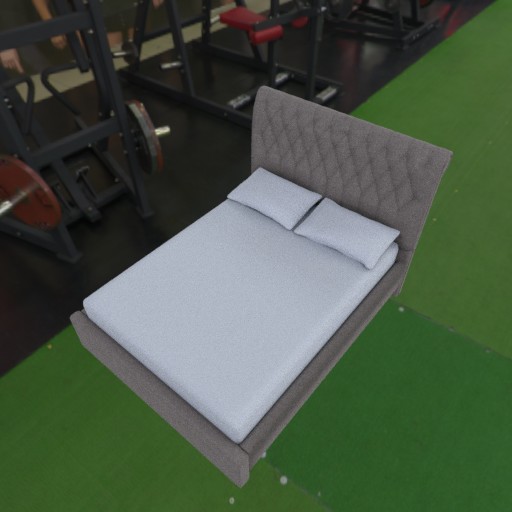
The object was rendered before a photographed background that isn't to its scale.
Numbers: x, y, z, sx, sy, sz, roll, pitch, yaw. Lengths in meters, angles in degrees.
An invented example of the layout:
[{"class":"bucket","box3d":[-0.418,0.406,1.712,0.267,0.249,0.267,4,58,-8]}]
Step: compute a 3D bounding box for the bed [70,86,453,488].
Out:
[{"class":"bed","box3d":[0.000,0.000,3.233,1.645,1.371,2.252,30,52,27]}]
